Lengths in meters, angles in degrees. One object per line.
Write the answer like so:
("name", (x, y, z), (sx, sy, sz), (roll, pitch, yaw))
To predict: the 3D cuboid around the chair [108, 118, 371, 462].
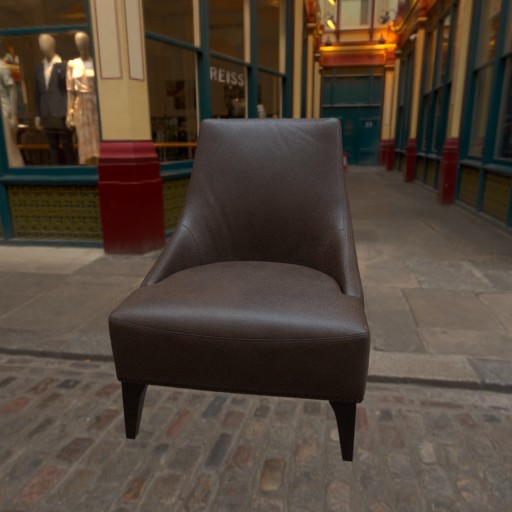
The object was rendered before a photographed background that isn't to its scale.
("chair", (0.000, 0.000, 1.491), (0.701, 0.909, 0.861), (2, 16, 8))
